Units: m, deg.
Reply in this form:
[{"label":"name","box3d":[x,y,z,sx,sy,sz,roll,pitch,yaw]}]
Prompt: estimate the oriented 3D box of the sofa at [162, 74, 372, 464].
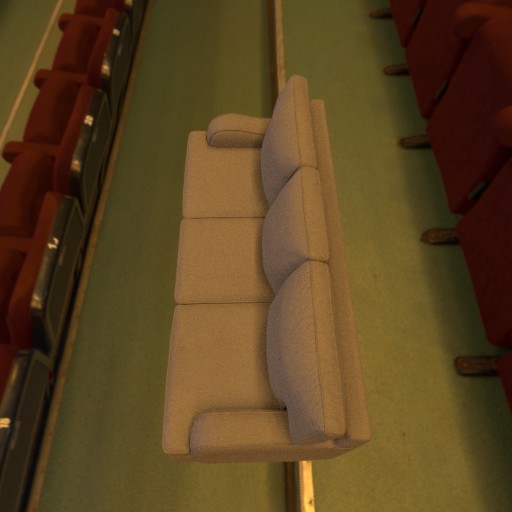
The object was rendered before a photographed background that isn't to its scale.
[{"label":"sofa","box3d":[0.000,0.000,2.809,1.016,0.991,2.323,-1,59,-1]}]
